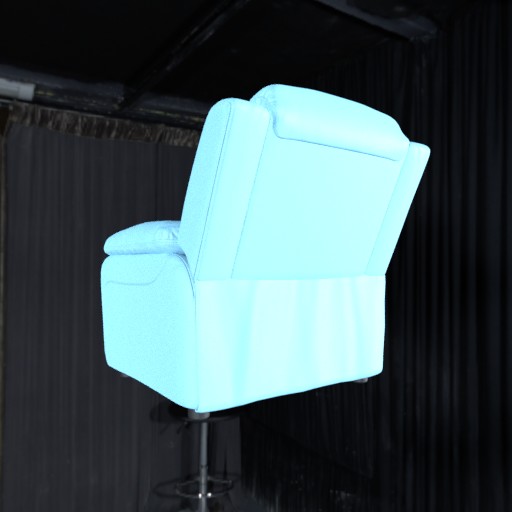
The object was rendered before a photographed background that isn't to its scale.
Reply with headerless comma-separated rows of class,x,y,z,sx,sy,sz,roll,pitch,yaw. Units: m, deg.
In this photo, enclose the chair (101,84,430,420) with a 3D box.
chair,0.000,0.000,1.221,0.680,0.702,0.709,0,-1,-35
